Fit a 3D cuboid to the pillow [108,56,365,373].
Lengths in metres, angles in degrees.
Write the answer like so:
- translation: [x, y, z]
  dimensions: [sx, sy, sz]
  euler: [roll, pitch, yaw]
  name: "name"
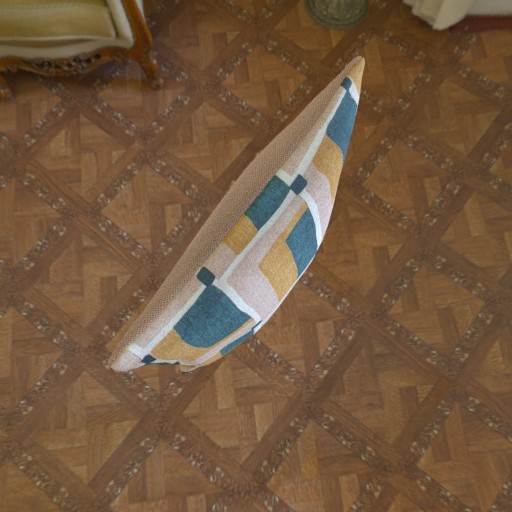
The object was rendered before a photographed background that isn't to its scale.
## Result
- translation: [0.000, 0.000, 0.733]
  dimensions: [0.158, 0.479, 0.478]
  euler: [36, 78, 9]
  name: "pillow"
